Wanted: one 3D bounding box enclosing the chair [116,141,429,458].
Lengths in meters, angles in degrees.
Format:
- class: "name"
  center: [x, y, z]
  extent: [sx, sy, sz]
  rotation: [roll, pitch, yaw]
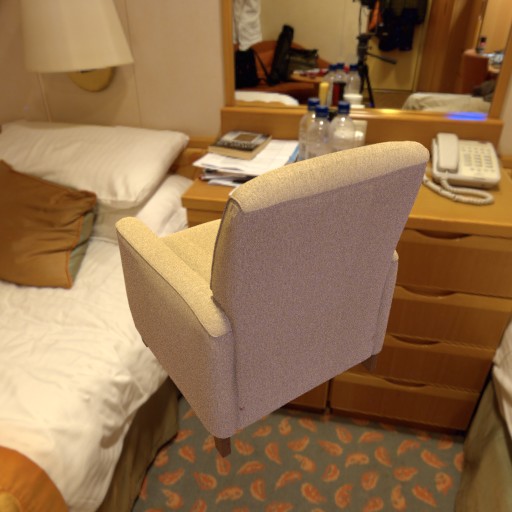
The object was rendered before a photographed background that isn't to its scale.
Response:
- class: "chair"
  center: [0.000, 0.000, 1.677]
  extent: [0.848, 1.014, 0.864]
  rotation: [-19, 35, -29]
